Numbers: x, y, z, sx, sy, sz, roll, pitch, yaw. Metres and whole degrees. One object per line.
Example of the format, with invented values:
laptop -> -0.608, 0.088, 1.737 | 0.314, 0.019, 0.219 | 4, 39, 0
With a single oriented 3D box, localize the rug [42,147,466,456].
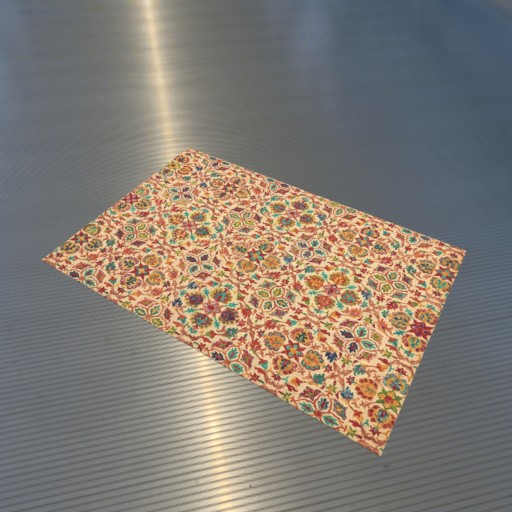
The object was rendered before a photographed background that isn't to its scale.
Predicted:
rug -> 0.000, 0.000, 2.302 | 1.838, 0.013, 1.226 | 24, 51, 21
